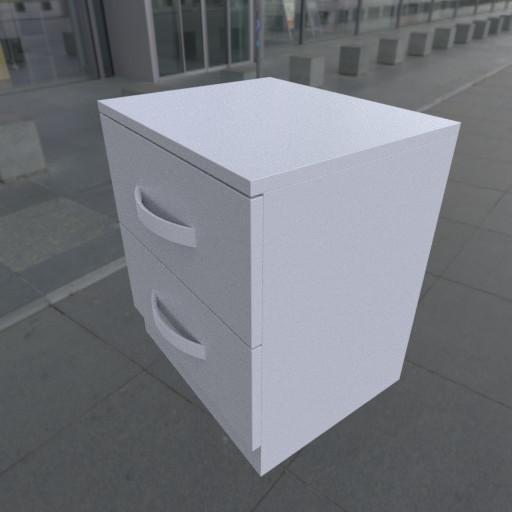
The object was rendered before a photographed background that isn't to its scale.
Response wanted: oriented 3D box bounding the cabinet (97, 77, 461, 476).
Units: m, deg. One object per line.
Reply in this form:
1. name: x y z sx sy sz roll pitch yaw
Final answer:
1. cabinet: 0.000 0.000 0.739 0.360 0.470 0.400 -21 37 -30
